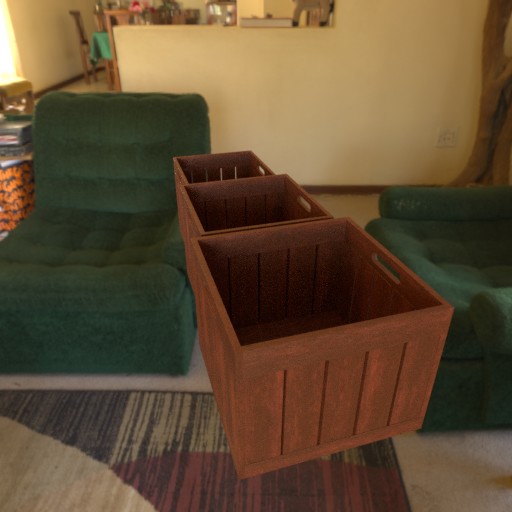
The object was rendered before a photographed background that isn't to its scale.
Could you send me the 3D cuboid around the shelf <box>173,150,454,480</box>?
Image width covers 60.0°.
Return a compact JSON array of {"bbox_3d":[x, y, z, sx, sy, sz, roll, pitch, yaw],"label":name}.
[{"bbox_3d":[0.000,0.000,1.237,0.393,0.311,1.064,-9,31,-15],"label":"shelf"}]
